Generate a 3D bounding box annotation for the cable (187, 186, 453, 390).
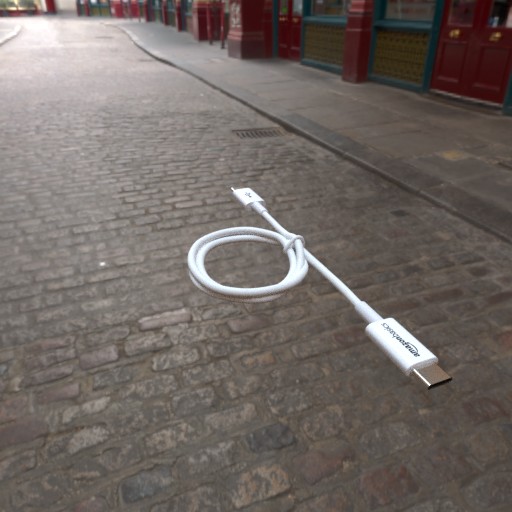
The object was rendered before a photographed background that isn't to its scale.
[{"bbox_3d":[0.000,0.000,0.224,0.070,0.014,0.203,-11,31,-19],"label":"cable"}]
